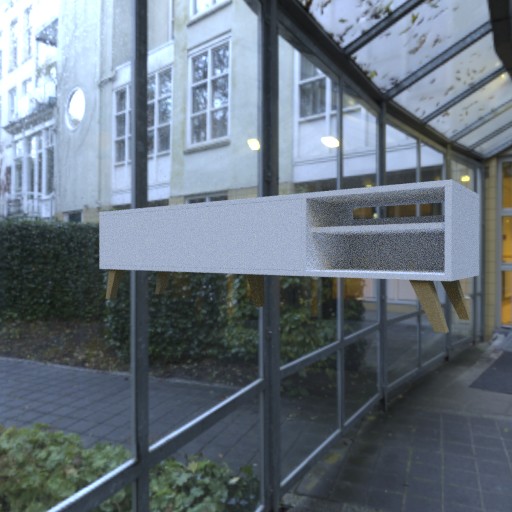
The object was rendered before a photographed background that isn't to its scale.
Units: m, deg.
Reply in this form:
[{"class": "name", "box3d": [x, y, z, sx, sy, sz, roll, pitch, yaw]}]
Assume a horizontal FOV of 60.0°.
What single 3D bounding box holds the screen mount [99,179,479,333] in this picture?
[{"class": "screen mount", "box3d": [0.000, 0.000, 1.878, 1.644, 0.432, 0.399, 0, 0, 37]}]
